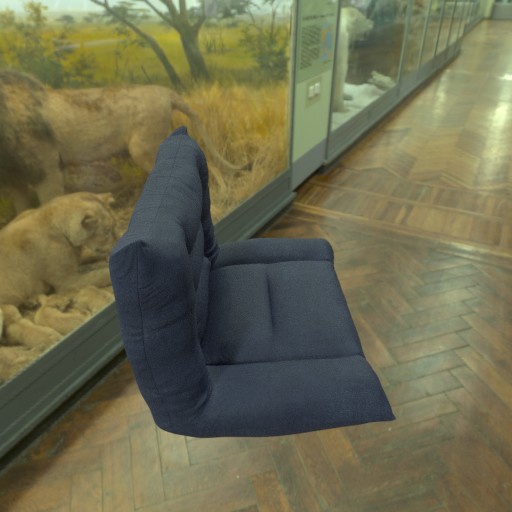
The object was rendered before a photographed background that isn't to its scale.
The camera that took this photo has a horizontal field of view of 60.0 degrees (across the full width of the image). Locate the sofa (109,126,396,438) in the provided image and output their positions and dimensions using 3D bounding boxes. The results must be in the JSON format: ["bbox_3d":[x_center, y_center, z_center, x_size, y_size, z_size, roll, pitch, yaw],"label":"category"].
[{"bbox_3d":[0.000,0.000,1.727,0.849,0.778,1.122,-1,32,-2],"label":"sofa"}]
